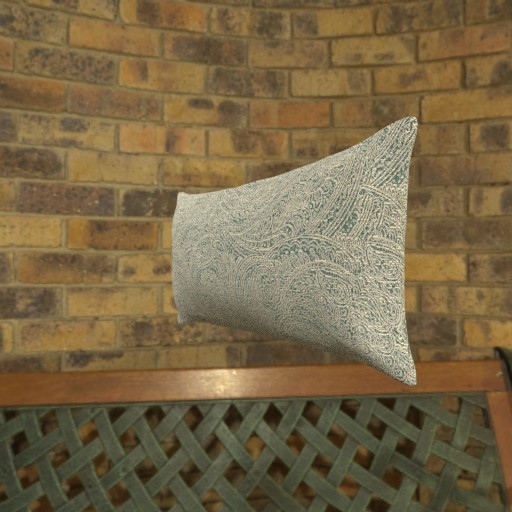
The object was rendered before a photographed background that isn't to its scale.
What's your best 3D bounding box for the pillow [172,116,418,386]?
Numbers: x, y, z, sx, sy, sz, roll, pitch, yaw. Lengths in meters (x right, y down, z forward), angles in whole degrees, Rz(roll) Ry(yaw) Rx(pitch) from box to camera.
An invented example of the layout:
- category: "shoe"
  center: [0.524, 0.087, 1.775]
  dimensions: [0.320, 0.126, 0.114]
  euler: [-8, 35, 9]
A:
- category: "pillow"
  center: [0.000, 0.000, 0.730]
  dimensions: [0.151, 0.295, 0.615]
  euler: [1, -1, -34]
